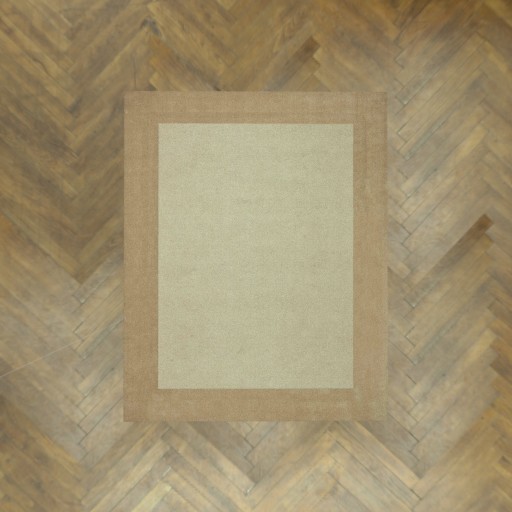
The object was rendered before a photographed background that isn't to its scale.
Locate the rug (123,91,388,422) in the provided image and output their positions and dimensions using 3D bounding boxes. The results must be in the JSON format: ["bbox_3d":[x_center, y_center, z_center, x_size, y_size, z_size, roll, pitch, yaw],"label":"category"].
[{"bbox_3d":[0.000,0.000,4.093,2.438,0.014,3.048,0,90,0],"label":"rug"}]
